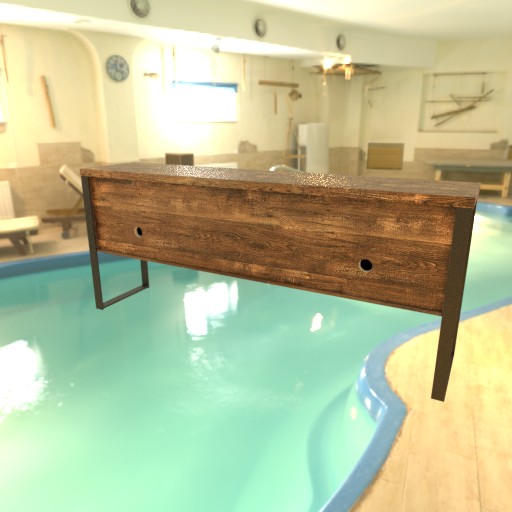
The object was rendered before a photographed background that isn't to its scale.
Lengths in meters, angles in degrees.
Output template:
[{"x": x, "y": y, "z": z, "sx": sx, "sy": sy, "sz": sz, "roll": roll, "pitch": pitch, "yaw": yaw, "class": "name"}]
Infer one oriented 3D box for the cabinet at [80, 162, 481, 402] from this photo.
[{"x": 0.000, "y": 0.000, "z": 2.099, "sx": 1.800, "sy": 0.762, "sz": 0.395, "roll": 9, "pitch": 19, "yaw": 27, "class": "cabinet"}]
